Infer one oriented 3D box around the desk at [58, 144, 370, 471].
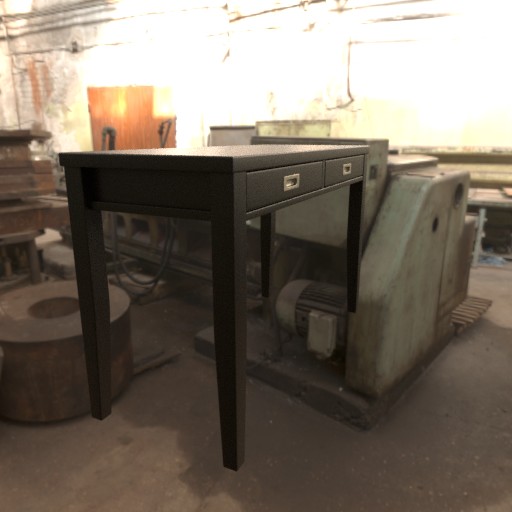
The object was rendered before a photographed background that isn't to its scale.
[{"bbox_3d":[0.000,0.000,1.636,0.508,0.775,1.220,7,17,26],"label":"desk"}]
